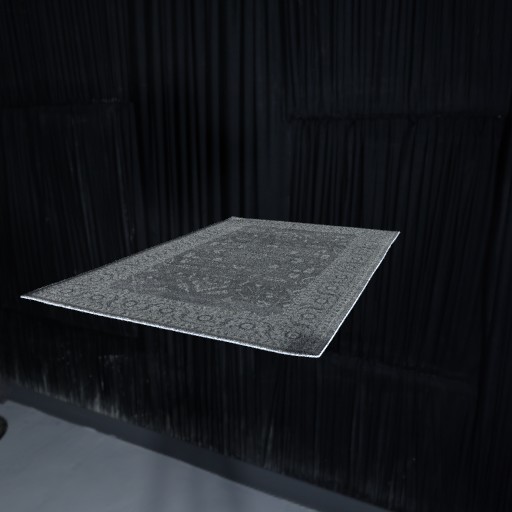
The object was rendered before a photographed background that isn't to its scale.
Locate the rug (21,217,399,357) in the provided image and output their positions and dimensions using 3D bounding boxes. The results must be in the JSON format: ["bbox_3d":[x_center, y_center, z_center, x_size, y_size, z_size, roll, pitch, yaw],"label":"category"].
[{"bbox_3d":[0.000,0.000,2.291,1.209,0.019,1.828,7,17,23],"label":"rug"}]
